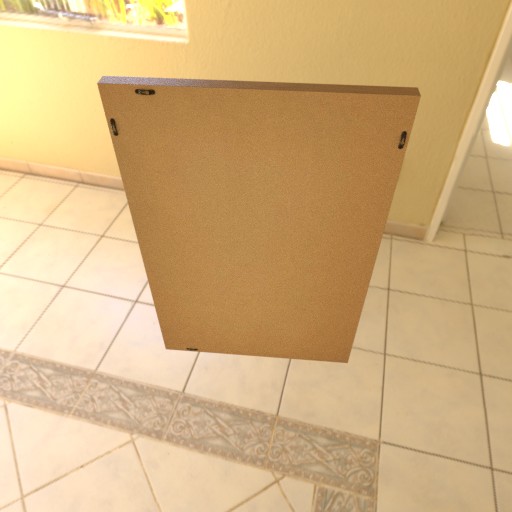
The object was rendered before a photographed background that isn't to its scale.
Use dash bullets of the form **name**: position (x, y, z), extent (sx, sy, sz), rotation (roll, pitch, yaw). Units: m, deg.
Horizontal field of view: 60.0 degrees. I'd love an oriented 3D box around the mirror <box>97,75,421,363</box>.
- **mirror**: position (0.000, 0.000, 1.164), extent (0.609, 0.915, 0.040), rotation (4, 45, 4)
